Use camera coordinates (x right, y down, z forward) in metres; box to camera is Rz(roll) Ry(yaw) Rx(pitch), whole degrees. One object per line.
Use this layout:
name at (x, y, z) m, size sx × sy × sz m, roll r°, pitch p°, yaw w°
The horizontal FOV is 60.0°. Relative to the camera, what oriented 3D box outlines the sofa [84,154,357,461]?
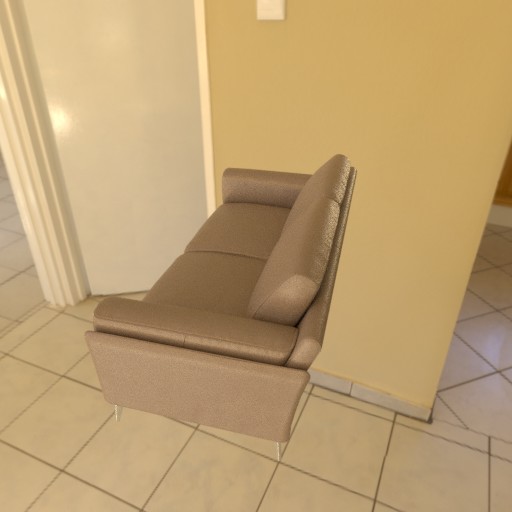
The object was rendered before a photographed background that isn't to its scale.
sofa at (0.000, 0.000, 2.756) m, size 1.049 × 0.930 × 2.101 m, roll 8°, pitch 32°, yaw 13°
